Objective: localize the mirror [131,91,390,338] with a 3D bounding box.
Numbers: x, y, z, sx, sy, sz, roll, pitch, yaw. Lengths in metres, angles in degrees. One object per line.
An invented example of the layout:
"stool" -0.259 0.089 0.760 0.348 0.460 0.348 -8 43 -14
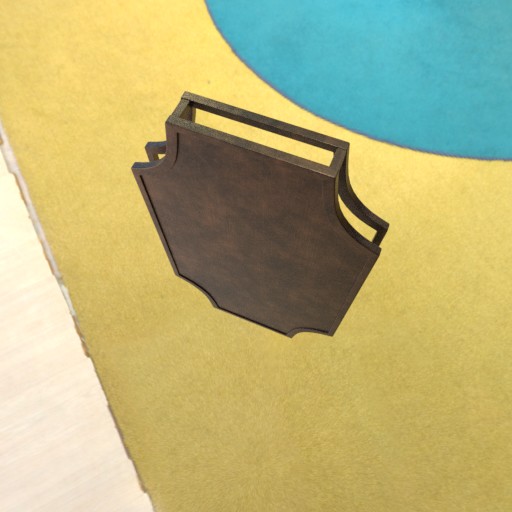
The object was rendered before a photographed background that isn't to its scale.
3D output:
"mirror" 0.000 0.000 0.993 0.462 0.811 0.066 20 66 9
